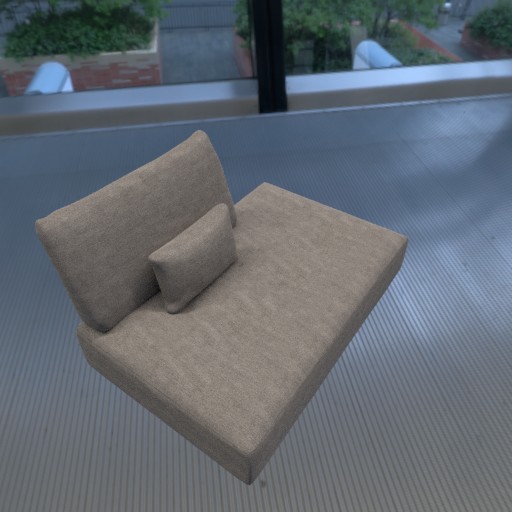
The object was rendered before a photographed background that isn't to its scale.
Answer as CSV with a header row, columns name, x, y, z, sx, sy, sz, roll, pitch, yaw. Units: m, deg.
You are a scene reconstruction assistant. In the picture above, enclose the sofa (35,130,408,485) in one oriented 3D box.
name,x,y,z,sx,sy,sz,roll,pitch,yaw
sofa,0.000,0.000,2.035,1.002,0.820,1.450,25,48,26
